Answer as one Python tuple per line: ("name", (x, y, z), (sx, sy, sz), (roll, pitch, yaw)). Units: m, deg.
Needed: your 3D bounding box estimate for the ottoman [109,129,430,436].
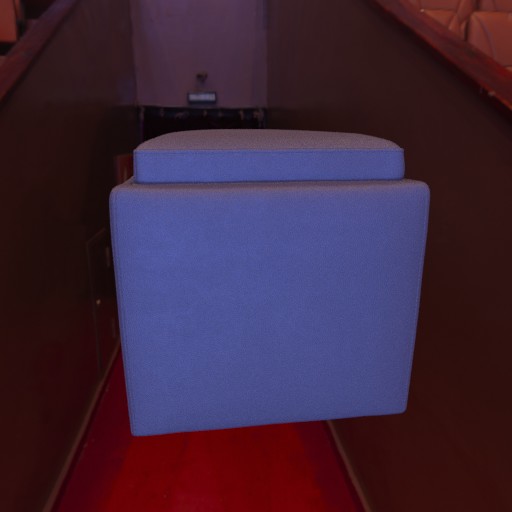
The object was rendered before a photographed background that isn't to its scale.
("ottoman", (0.000, 0.000, 0.837), (0.450, 0.460, 0.451), (-2, 16, -8))
